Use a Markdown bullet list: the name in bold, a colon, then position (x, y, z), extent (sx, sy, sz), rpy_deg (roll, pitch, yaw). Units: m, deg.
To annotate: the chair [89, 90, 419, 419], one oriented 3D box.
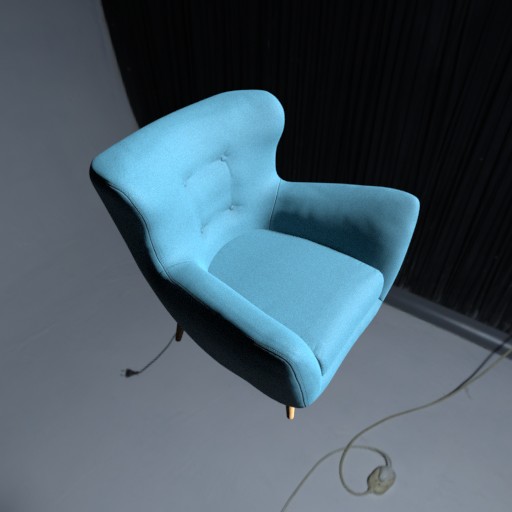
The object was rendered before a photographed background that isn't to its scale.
- **chair**: position (0.000, 0.000, 1.635), extent (0.889, 0.889, 0.890), rpy_deg (26, 48, 26)
